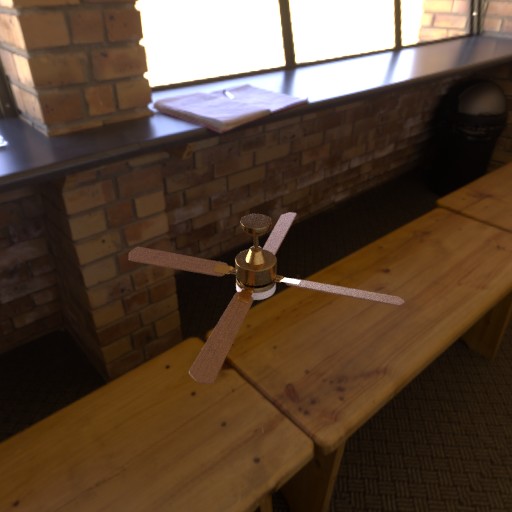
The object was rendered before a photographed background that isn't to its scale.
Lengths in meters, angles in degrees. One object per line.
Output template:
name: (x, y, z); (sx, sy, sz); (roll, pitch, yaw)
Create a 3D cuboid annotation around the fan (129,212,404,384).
fan: (0.000, 0.000, 1.989); (1.320, 0.355, 1.320); (10, 34, 15)
